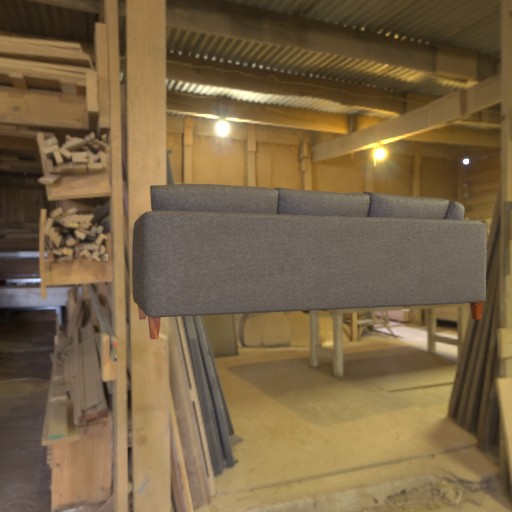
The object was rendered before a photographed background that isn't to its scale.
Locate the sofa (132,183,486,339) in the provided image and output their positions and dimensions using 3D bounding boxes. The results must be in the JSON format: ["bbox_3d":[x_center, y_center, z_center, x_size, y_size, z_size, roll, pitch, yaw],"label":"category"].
[{"bbox_3d":[0.000,0.000,4.586,2.594,0.961,3.460,0,0,-19],"label":"sofa"}]
